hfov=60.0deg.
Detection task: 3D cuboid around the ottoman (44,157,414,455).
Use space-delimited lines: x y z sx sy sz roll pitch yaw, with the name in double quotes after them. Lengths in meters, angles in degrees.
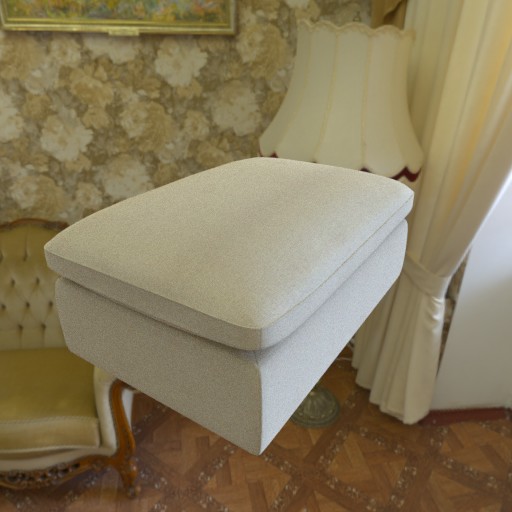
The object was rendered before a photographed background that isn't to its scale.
0.000 0.000 1.352 0.686 0.453 0.984 16 31 30 "ottoman"
